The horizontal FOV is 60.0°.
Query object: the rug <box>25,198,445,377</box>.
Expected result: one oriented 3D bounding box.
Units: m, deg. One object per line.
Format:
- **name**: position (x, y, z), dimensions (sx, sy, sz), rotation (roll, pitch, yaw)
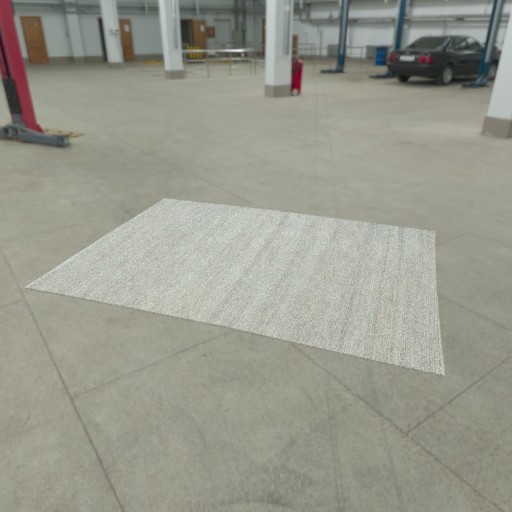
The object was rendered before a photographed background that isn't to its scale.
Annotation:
- **rug**: position (0.000, 0.000, 2.901), dimensions (2.264, 0.030, 1.624), rotation (9, 28, 17)
